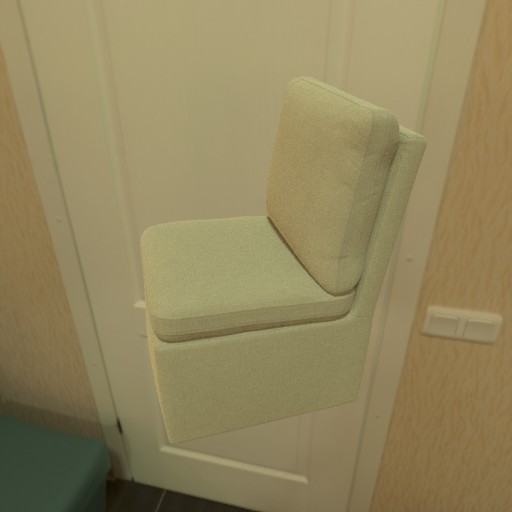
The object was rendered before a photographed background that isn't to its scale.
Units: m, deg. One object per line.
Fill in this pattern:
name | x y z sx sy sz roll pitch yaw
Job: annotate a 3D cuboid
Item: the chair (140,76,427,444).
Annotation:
chair | 0.000 0.000 1.328 0.698 0.927 0.503 -8 32 -13
